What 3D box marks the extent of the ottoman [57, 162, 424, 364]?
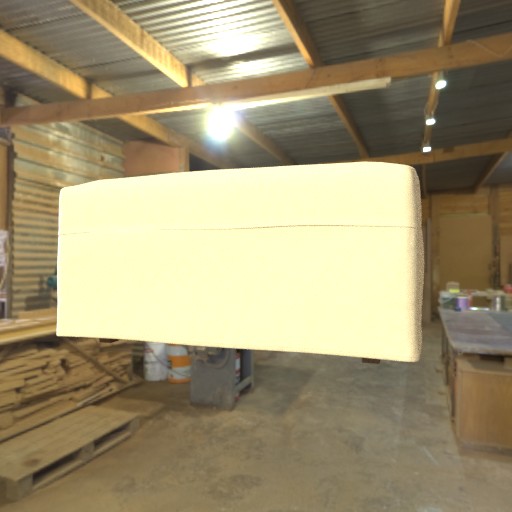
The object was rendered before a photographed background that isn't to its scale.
[{"bbox_3d":[0.000,0.000,1.232,0.872,0.444,0.590,0,0,20],"label":"ottoman"}]
